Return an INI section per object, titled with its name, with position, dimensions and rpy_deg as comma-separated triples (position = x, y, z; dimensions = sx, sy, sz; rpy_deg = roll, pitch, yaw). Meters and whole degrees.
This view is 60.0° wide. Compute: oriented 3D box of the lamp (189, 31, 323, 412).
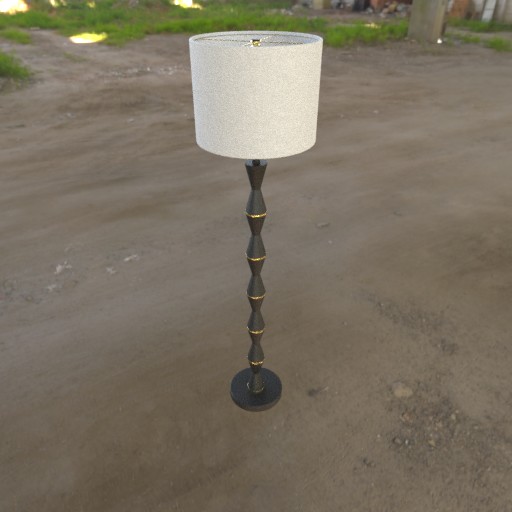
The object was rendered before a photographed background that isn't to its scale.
[lamp]
position = 0.000, 0.000, 1.665
dimensions = 0.381, 1.480, 0.381
rpy_deg = 11, 34, 17
